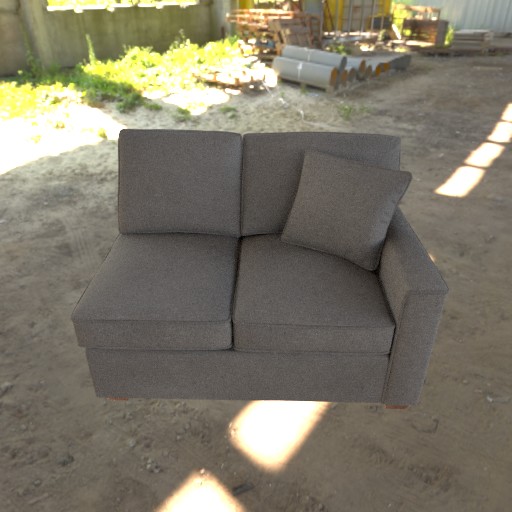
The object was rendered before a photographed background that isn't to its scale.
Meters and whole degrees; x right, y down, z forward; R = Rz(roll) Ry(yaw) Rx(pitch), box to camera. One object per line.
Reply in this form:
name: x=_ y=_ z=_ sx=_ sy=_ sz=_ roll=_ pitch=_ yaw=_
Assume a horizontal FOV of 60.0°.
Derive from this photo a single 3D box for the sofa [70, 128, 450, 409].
sofa: x=0.000 y=0.000 z=2.036 sx=1.388 sy=0.989 sz=0.991 roll=1 pitch=30 yaw=2
